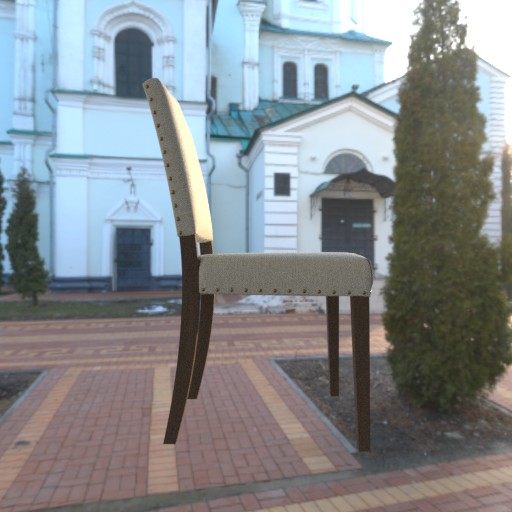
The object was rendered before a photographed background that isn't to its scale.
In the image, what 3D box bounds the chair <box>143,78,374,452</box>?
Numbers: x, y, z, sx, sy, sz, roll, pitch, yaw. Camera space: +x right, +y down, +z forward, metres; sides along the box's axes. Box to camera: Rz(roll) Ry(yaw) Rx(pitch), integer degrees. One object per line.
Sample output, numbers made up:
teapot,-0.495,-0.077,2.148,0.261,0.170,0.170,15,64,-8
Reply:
chair,0.000,0.000,1.399,0.619,1.015,0.508,0,-1,1
